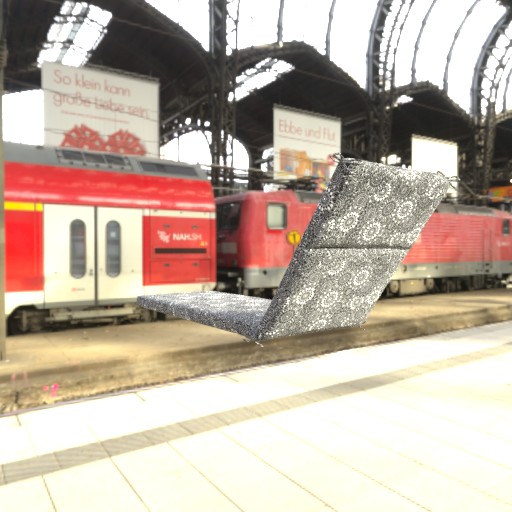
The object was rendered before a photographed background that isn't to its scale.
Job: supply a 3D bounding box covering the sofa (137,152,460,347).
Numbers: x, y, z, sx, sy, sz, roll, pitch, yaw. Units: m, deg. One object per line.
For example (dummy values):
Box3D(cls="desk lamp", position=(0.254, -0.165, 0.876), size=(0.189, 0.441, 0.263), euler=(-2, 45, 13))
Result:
Box3D(cls="sofa", position=(0.000, 0.000, 2.040), size=(0.582, 0.622, 1.663), euler=(-1, 1, -36))
